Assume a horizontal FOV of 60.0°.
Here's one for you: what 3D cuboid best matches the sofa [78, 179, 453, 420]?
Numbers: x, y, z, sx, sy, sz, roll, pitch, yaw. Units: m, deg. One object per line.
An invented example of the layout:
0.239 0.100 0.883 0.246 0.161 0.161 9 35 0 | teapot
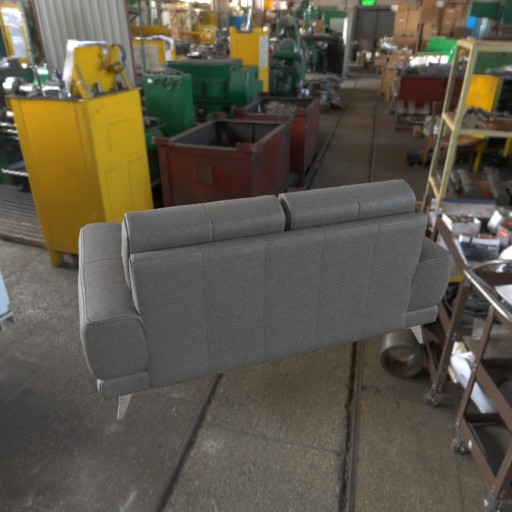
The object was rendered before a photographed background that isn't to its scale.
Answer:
0.000 0.000 2.399 1.806 0.907 1.018 -9 29 -17 | sofa
